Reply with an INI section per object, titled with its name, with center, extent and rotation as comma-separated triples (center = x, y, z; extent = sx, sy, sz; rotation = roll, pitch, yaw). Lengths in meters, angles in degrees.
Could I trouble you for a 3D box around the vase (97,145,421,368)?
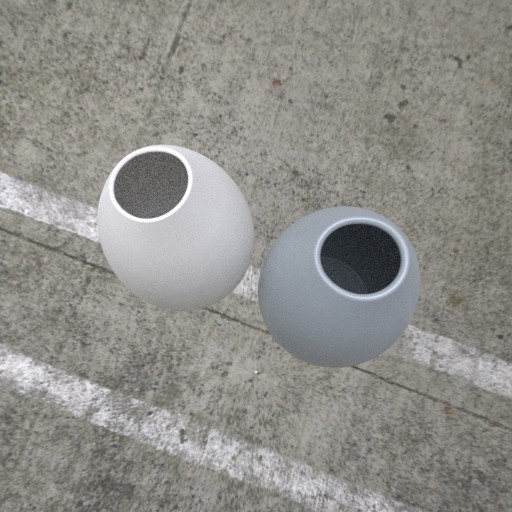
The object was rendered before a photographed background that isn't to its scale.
[vase]
center = 0.000, 0.000, 0.252
extent = 0.187, 0.131, 0.089
rotation = 20, 76, 5
